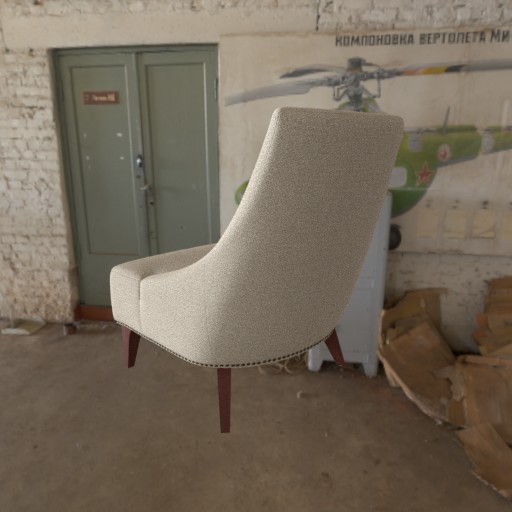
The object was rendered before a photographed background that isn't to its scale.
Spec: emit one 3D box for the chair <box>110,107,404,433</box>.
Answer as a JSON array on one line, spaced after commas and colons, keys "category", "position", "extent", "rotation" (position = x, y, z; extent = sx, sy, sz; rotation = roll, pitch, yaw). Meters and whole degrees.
[{"category": "chair", "position": [0.000, 0.000, 1.517], "extent": [0.701, 0.909, 0.861], "rotation": [-14, 20, -43]}]
